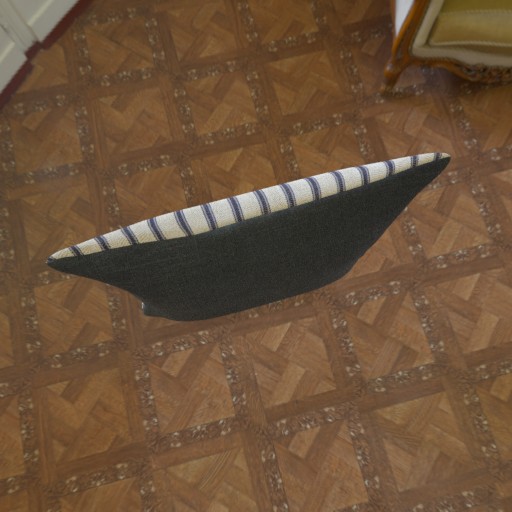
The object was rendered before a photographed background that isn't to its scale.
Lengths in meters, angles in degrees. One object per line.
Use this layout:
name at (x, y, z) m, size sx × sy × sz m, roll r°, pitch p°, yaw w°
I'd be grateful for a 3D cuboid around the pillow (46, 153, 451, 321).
pillow at (0.000, 0.000, 0.696) m, size 0.468 × 0.444 × 0.138 m, roll -15°, pitch 76°, yaw -4°
